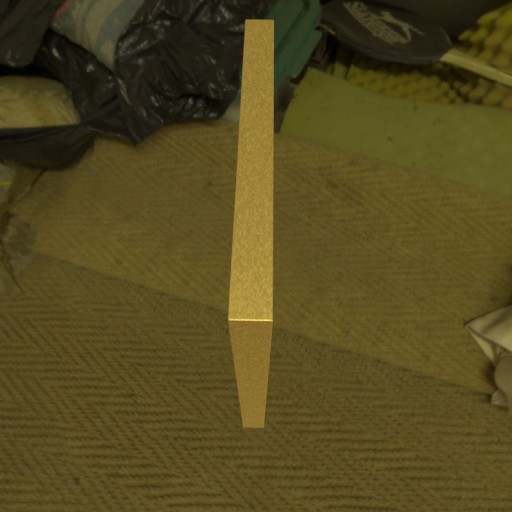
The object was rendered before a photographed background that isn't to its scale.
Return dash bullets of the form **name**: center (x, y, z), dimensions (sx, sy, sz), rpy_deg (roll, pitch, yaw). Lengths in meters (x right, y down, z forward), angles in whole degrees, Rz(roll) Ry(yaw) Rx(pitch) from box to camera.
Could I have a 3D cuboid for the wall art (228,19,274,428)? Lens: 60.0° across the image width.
- **wall art**: center (0.000, 0.000, 0.878), dimensions (0.048, 0.642, 0.537), rpy_deg (1, 59, 1)
